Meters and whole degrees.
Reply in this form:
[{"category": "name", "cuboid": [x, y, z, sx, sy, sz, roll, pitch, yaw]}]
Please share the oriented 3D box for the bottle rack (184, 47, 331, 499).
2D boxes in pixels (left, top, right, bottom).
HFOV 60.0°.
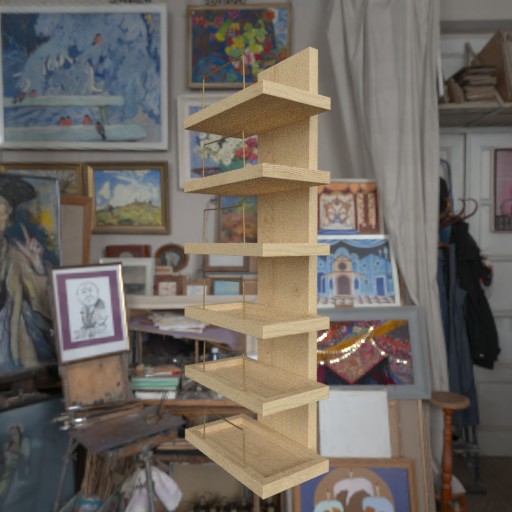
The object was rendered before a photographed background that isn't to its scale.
[{"category": "bottle rack", "cuboid": [0.000, 0.000, 1.045, 0.206, 0.943, 0.330, -1, 2, -36]}]
